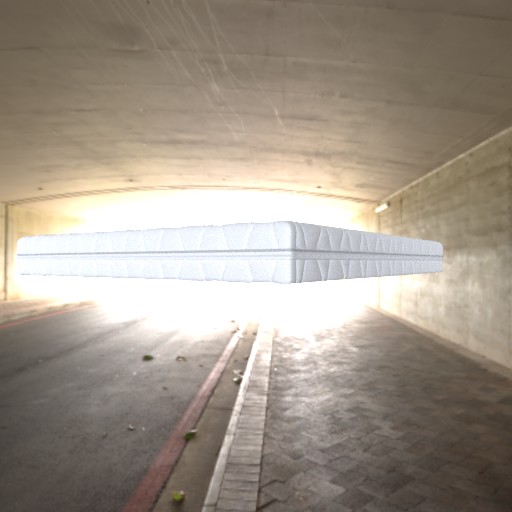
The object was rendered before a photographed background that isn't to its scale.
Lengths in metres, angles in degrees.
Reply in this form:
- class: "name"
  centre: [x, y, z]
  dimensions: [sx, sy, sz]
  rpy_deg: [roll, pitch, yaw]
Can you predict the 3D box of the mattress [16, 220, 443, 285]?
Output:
- class: "mattress"
  centre: [0.000, 0.000, 2.523]
  dimensions: [1.600, 0.200, 1.900]
  rpy_deg: [0, -1, 35]
